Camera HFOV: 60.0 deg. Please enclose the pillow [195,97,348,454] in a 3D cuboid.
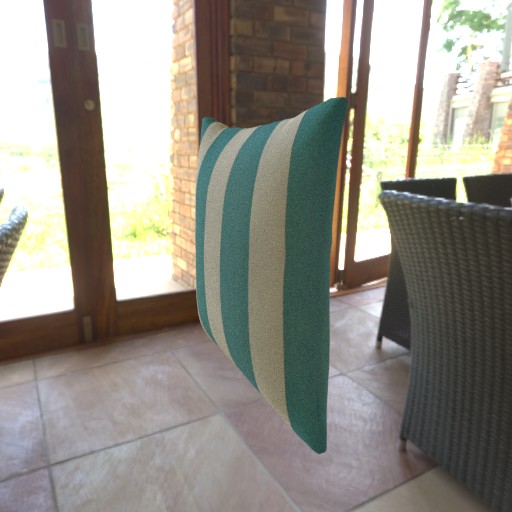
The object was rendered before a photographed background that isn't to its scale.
[{"bbox_3d":[0.000,0.000,0.837,0.189,0.526,0.536,-7,16,-25],"label":"pillow"}]
